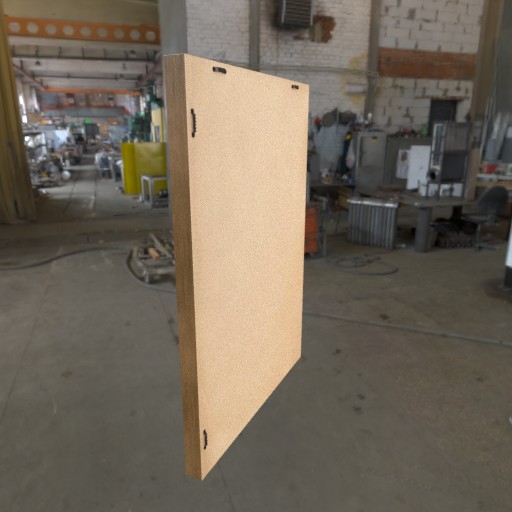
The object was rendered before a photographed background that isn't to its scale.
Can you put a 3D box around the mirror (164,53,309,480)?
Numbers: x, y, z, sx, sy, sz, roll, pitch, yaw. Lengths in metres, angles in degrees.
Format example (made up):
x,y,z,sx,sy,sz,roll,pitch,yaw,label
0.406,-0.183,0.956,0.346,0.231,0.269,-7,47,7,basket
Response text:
x,y,z,sx,sy,sz,roll,pitch,yaw,label
0.000,0.000,0.928,0.040,0.710,0.507,8,18,25,mirror
